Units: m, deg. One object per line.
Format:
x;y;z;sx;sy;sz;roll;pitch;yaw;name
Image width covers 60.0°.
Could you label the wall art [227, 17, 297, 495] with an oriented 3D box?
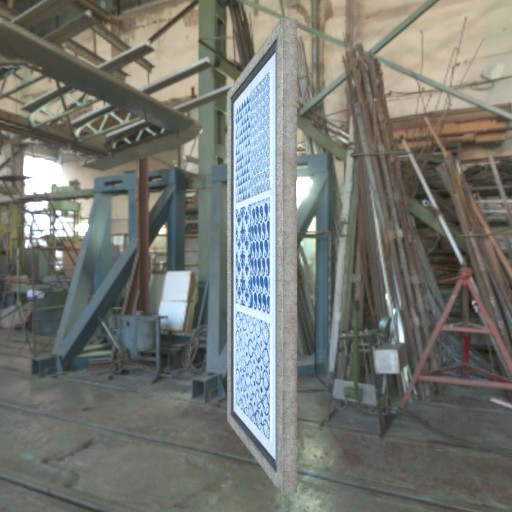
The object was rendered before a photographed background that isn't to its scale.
0.000;0.000;1.669;0.051;1.461;0.648;0;0;-19;wall art
